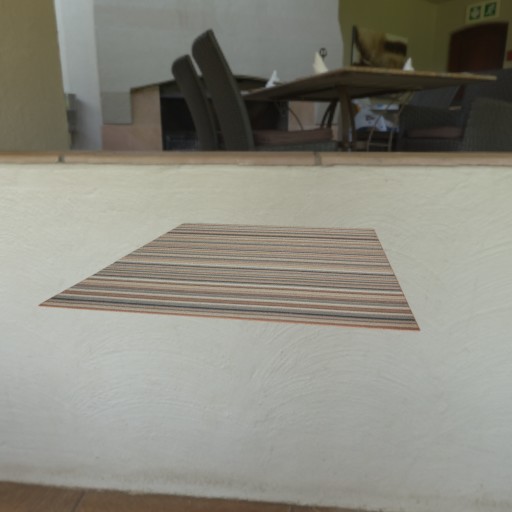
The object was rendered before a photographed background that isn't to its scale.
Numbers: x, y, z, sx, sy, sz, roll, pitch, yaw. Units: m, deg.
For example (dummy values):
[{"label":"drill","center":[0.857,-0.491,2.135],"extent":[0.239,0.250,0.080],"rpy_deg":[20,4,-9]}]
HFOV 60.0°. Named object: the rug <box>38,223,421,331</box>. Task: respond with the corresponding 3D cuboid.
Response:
[{"label":"rug","center":[0.000,0.000,4.191],"extent":[2.436,0.011,3.045],"rpy_deg":[2,15,9]}]
